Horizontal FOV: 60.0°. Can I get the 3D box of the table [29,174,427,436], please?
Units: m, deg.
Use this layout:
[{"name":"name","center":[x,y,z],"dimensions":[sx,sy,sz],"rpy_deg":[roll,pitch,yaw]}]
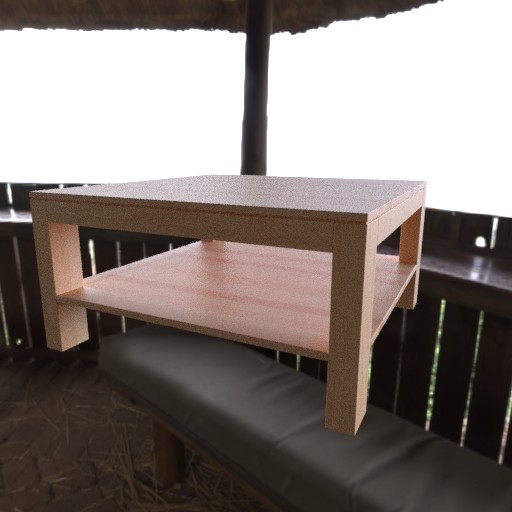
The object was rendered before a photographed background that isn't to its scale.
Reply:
[{"name":"table","center":[0.000,0.000,1.424],"dimensions":[0.900,0.450,0.900],"rpy_deg":[7,15,26]}]
